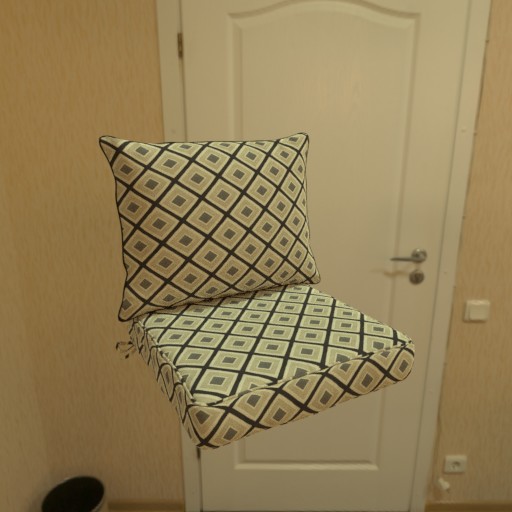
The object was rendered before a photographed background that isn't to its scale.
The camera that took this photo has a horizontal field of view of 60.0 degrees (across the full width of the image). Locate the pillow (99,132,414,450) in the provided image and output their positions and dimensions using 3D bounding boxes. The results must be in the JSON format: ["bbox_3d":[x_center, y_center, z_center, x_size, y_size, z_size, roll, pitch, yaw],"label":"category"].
[{"bbox_3d":[0.000,0.000,1.363,0.798,0.722,0.733,-9,18,-27],"label":"pillow"}]
